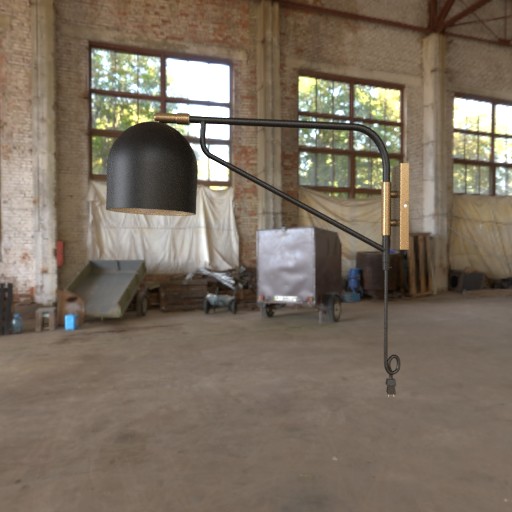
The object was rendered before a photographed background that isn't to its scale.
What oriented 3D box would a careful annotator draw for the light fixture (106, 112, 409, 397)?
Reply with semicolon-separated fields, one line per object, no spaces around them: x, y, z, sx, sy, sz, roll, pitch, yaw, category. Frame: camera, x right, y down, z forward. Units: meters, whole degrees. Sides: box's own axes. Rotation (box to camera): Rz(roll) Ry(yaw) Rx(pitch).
0.000;0.000;1.083;0.720;0.696;0.215;0;1;0;light fixture
